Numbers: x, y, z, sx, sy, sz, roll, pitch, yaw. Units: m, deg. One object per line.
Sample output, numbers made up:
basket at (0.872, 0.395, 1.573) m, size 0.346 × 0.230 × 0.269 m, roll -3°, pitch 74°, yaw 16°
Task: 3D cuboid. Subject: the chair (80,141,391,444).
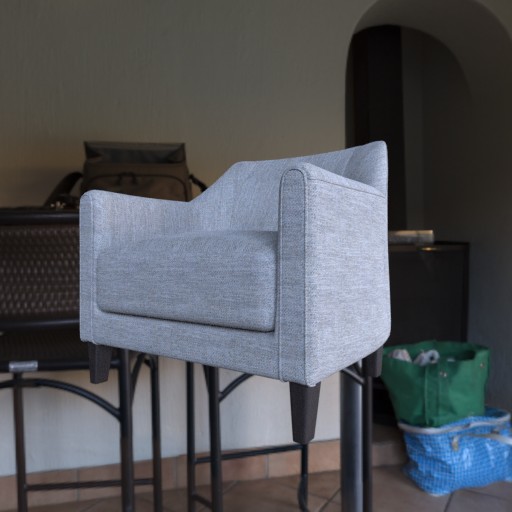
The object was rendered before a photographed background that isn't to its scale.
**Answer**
chair at (0.000, 0.000, 1.395) m, size 0.796 × 0.761 × 0.758 m, roll 0°, pitch 1°, yaw 36°
